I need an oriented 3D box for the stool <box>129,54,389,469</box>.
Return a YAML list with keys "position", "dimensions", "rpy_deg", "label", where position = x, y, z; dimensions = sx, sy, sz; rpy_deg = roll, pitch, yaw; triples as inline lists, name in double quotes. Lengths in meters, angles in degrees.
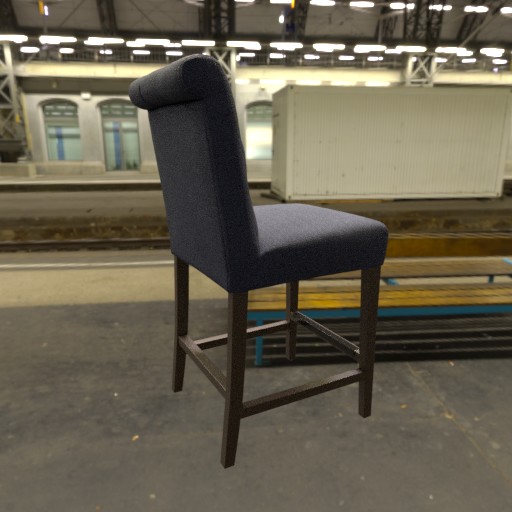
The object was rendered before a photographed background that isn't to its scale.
- position: [0.000, 0.000, 1.320]
  dimensions: [0.601, 1.010, 0.493]
  rpy_deg: [-8, 17, -27]
  label: "stool"
